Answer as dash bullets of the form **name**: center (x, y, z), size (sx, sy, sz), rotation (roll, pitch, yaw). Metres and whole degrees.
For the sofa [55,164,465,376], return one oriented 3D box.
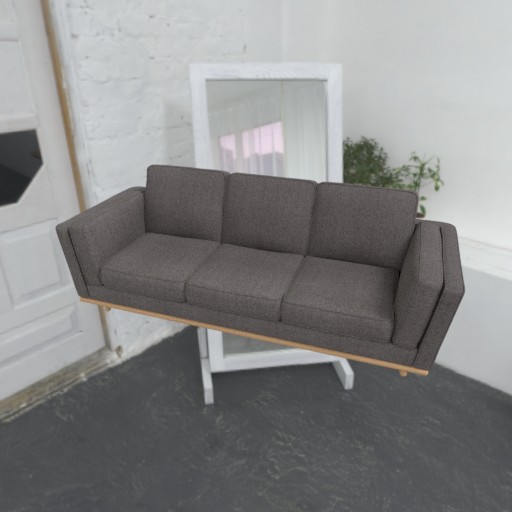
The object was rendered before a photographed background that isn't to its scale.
- **sofa**: center (0.000, 0.000, 2.863), size (2.362, 0.899, 0.903), rotation (9, 28, 17)
